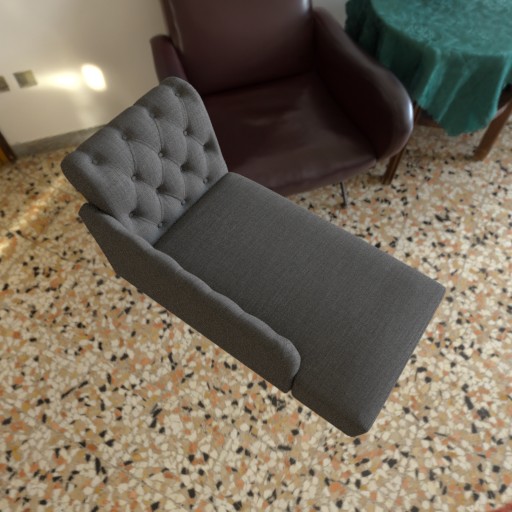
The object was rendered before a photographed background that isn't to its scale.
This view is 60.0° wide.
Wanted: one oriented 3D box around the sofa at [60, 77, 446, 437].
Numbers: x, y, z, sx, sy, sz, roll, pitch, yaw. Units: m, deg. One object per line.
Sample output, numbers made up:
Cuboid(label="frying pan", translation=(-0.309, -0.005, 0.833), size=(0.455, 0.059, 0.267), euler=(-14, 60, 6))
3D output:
Cuboid(label="sofa", translation=(0.000, 0.000, 1.782), size=(1.379, 0.787, 0.675), euler=(32, 63, 18))
